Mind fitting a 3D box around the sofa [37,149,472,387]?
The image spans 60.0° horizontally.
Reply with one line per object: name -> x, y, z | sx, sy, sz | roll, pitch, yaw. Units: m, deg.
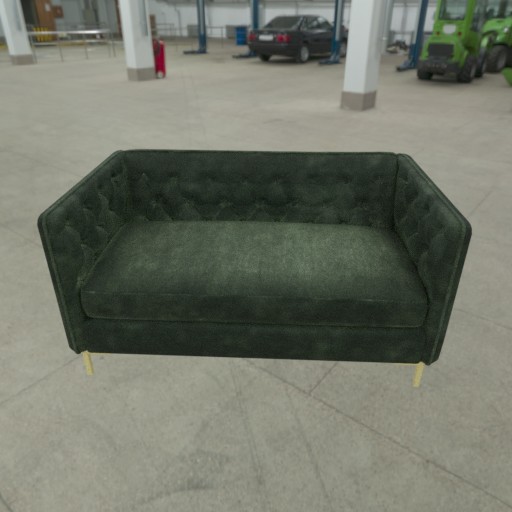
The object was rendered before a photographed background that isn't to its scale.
sofa -> 0.000, 0.000, 2.067 | 1.537, 0.768, 0.895 | 1, 29, 2
